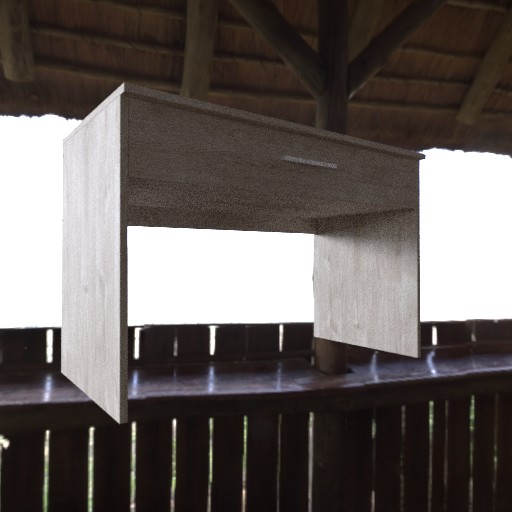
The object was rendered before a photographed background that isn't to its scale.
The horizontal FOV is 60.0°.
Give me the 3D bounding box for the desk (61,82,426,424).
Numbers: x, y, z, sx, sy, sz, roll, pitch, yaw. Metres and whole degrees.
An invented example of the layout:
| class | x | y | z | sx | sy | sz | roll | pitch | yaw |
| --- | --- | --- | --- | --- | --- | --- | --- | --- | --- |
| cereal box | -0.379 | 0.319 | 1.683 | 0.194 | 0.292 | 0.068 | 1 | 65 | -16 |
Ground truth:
| class | x | y | z | sx | sy | sz | roll | pitch | yaw |
| --- | --- | --- | --- | --- | --- | --- | --- | --- | --- |
| desk | 0.000 | 0.000 | 1.487 | 1.100 | 0.730 | 0.560 | 0 | 0 | -36 |
